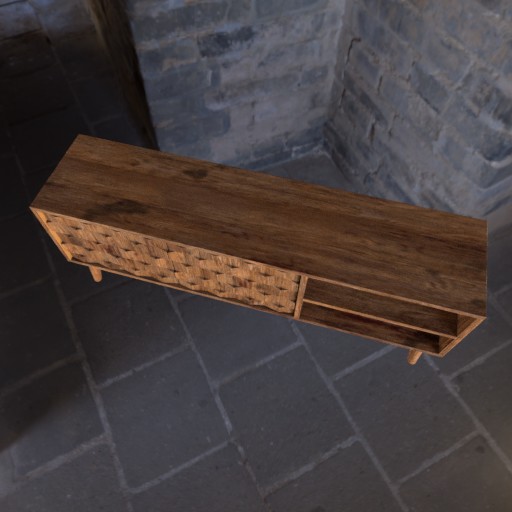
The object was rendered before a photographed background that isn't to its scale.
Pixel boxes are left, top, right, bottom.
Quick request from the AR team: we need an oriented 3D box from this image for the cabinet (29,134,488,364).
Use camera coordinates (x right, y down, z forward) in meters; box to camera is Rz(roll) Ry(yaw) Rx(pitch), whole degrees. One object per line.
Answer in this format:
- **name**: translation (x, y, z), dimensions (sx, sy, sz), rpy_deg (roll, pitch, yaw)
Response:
- **cabinet**: translation (0.000, 0.000, 1.666), dimensions (1.448, 0.528, 0.349), rpy_deg (14, 60, 8)
